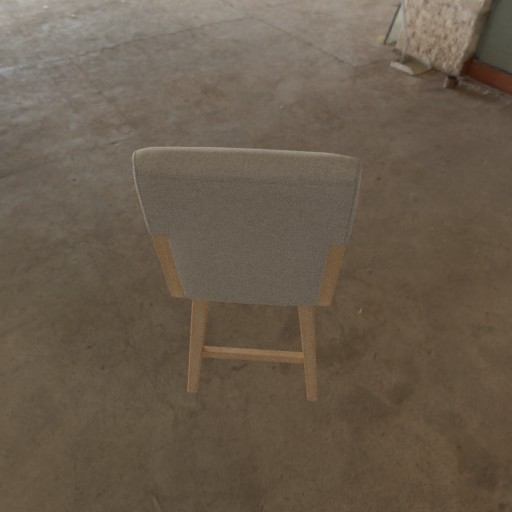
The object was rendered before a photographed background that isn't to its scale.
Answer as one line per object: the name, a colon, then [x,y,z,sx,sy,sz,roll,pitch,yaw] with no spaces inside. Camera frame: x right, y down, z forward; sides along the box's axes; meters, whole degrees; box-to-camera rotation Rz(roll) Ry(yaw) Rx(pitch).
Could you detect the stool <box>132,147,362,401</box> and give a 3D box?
stool: [0.000,0.000,1.420,0.507,1.085,0.606,3,45,3]
